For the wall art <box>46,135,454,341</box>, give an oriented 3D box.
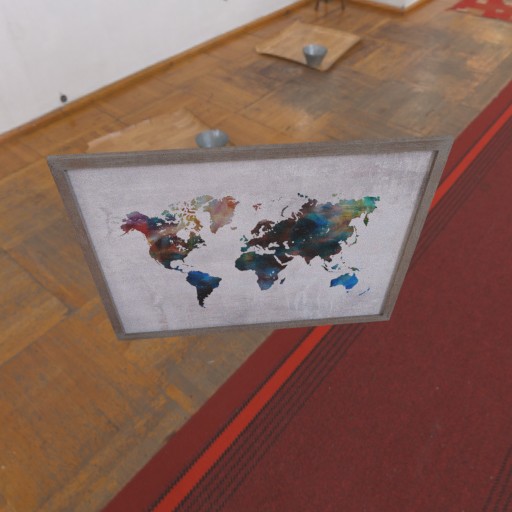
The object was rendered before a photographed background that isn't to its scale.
[{"bbox_3d":[0.000,0.000,1.378,1.012,0.774,0.019,-4,46,-4],"label":"wall art"}]
